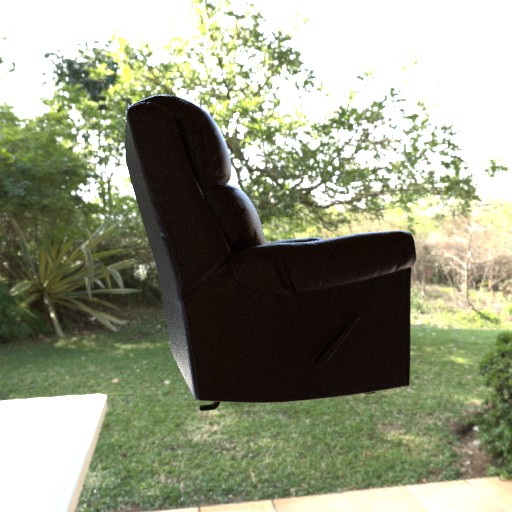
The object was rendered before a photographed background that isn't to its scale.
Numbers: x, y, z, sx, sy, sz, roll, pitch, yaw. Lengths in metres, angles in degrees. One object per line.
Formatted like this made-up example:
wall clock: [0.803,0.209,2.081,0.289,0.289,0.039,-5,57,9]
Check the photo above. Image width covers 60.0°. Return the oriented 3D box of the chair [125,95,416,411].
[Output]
chair: [0.000,0.000,1.792,1.014,1.054,0.838,0,0,-17]
